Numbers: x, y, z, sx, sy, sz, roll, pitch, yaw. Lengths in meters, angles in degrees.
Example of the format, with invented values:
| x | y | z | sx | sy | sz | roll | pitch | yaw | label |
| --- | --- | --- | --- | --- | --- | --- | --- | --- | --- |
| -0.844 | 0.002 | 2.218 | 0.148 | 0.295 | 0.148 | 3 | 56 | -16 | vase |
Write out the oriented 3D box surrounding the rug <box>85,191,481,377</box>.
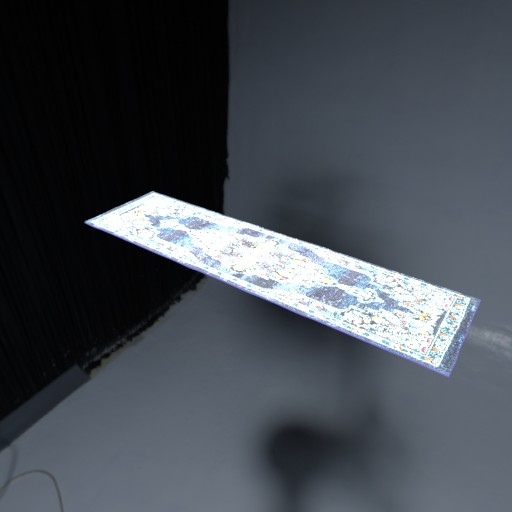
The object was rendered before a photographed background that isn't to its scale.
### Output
| x | y | z | sx | sy | sz | roll | pitch | yaw | label |
| --- | --- | --- | --- | --- | --- | --- | --- | --- | --- |
| 0.000 | 0.000 | 2.514 | 2.283 | 0.016 | 0.602 | 20 | 37 | 29 | rug |
